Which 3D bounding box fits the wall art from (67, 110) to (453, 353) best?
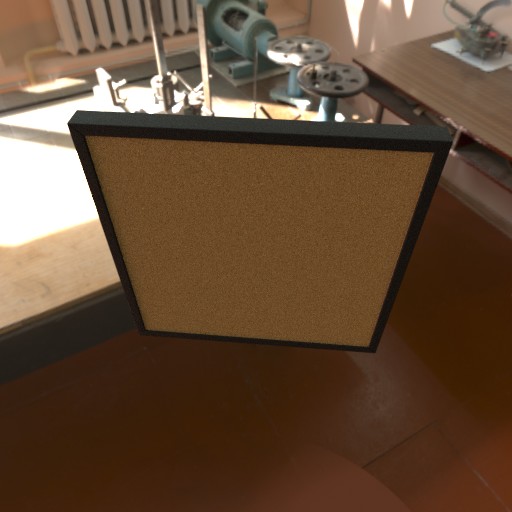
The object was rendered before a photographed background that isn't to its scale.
[{"bbox_3d":[0.000,0.000,0.775,0.508,0.508,0.037,4,47,4],"label":"wall art"}]
